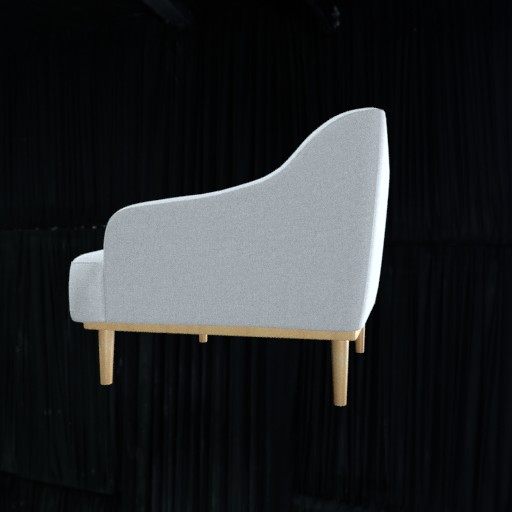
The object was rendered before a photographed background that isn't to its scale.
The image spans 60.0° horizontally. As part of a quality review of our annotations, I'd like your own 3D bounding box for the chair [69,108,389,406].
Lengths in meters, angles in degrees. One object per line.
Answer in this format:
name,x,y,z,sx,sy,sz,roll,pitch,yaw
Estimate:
chair,0.000,0.000,1.665,0.951,0.818,0.946,0,0,17
